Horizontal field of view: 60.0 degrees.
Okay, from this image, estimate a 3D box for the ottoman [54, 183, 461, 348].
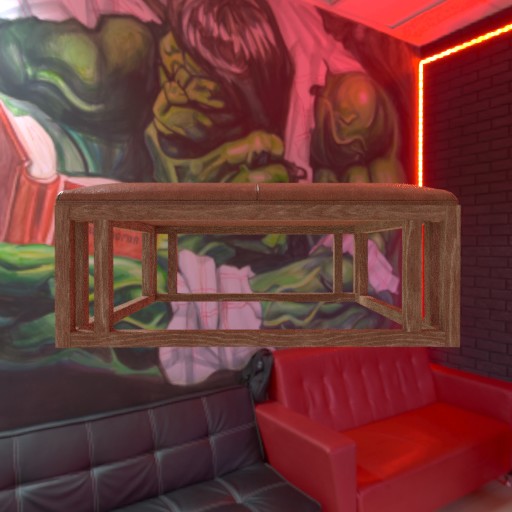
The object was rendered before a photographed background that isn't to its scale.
[{"bbox_3d":[0.000,0.000,1.604,1.016,0.442,1.013,0,1,-1],"label":"ottoman"}]
